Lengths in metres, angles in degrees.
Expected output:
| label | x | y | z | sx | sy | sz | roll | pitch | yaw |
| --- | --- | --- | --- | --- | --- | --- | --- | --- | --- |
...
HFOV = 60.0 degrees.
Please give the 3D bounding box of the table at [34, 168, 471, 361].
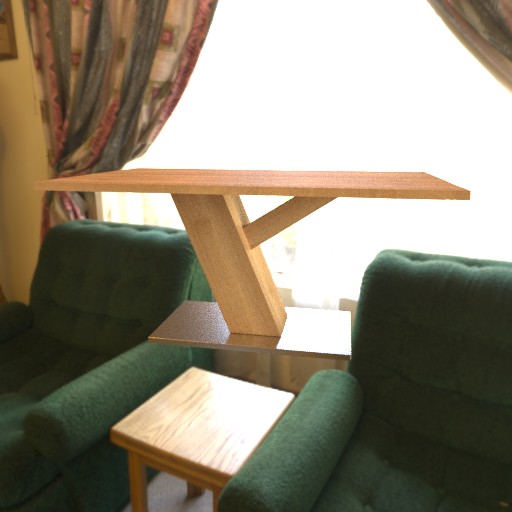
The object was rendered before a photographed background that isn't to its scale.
| label | x | y | z | sx | sy | sz | roll | pitch | yaw |
| --- | --- | --- | --- | --- | --- | --- | --- | --- | --- |
| table | 0.000 | 0.000 | 2.109 | 1.600 | 0.750 | 0.900 | 3 | 15 | 11 |
